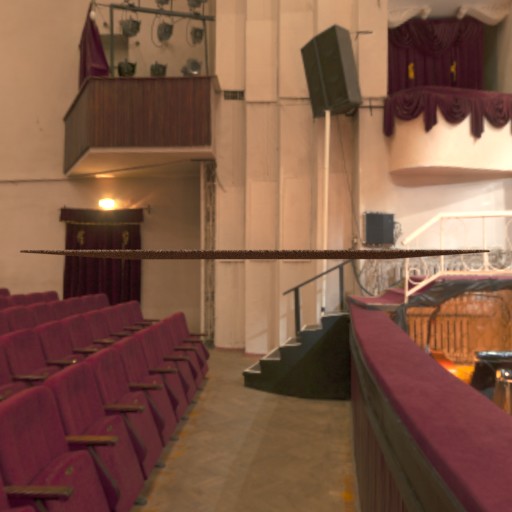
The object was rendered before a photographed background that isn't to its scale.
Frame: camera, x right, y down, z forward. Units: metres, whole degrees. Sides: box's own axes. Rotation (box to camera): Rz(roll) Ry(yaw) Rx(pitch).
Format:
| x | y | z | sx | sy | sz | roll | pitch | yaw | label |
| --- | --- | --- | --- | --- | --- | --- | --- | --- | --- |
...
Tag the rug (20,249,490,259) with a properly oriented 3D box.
| x | y | z | sx | sy | sz | roll | pitch | yaw | label |
| --- | --- | --- | --- | --- | --- | --- | --- | --- | --- |
| 0.000 | 0.000 | 4.214 | 3.204 | 0.017 | 2.448 | 0 | -2 | 1 | rug |
